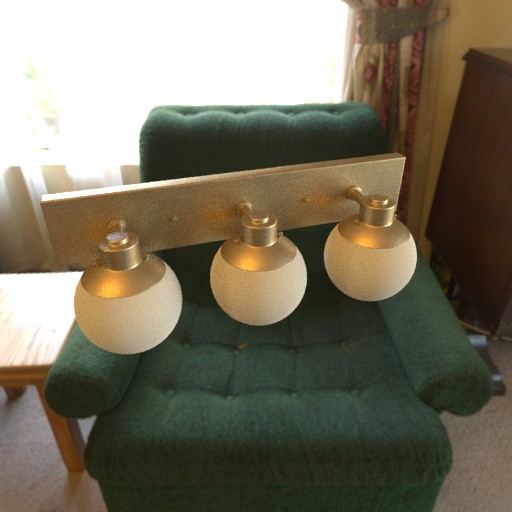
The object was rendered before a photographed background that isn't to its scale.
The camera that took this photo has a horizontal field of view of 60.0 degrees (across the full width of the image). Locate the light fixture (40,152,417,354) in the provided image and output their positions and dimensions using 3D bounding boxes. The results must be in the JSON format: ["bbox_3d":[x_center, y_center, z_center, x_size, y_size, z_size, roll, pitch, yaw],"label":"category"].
[{"bbox_3d":[0.000,0.000,0.853,0.721,0.263,0.218,-10,34,-15],"label":"light fixture"}]
